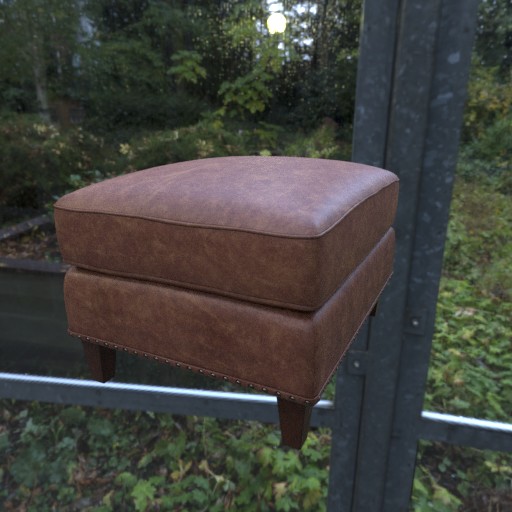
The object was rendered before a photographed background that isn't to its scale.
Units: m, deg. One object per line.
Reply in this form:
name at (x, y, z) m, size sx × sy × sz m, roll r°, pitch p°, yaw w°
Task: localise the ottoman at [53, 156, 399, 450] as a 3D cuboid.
ottoman at (0.000, 0.000, 1.132) m, size 0.586 × 0.486 × 0.742 m, roll 8°, pitch 19°, yaw 25°
